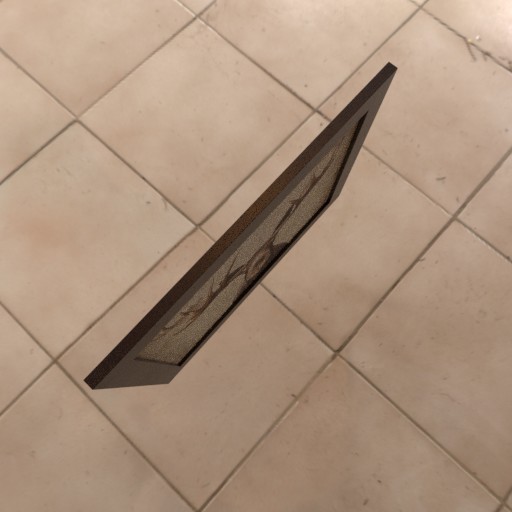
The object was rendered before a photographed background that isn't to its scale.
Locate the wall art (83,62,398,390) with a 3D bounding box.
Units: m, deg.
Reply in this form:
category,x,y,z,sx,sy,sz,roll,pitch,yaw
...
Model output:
category,x,y,z,sx,sy,sz,roll,pitch,yaw
wall art,0.000,0.000,1.637,0.034,0.952,1.207,41,79,10
